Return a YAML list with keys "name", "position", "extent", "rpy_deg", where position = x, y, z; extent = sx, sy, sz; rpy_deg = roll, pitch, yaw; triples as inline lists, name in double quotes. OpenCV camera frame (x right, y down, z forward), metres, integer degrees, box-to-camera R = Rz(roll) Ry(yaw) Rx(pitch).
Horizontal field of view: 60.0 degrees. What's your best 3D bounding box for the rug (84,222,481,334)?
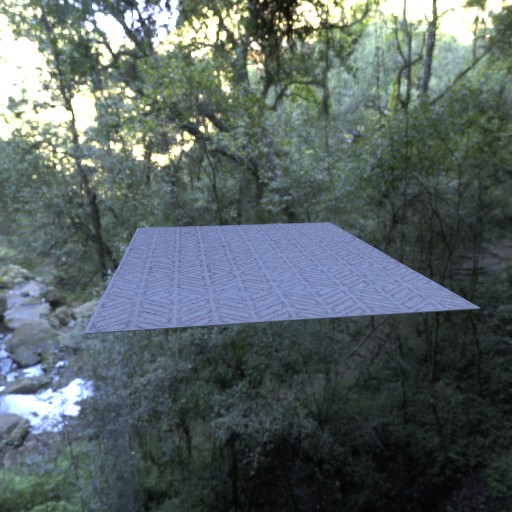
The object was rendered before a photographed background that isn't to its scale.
- name: "rug"
  position: [0.000, 0.000, 4.095]
  extent: [2.421, 0.008, 3.045]
  rpy_deg: [-2, 15, -9]
